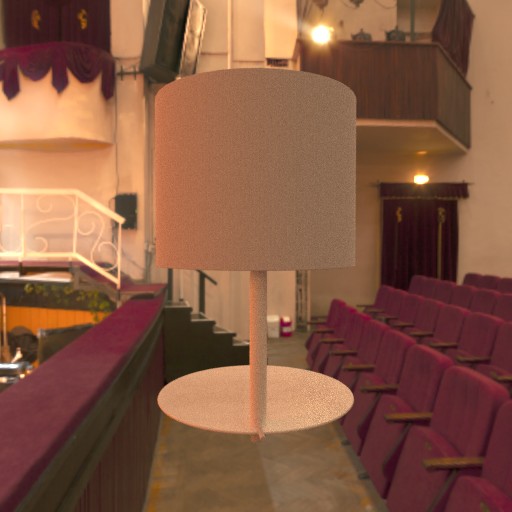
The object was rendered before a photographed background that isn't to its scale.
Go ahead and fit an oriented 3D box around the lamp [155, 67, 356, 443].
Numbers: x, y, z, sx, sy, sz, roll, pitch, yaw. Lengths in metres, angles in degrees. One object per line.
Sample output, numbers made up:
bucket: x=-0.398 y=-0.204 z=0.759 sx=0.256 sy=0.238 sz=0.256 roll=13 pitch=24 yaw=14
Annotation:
lamp: x=0.000 y=0.000 z=0.663 sx=0.299 sy=0.454 sz=0.341 roll=0 pitch=2 yaw=-1
